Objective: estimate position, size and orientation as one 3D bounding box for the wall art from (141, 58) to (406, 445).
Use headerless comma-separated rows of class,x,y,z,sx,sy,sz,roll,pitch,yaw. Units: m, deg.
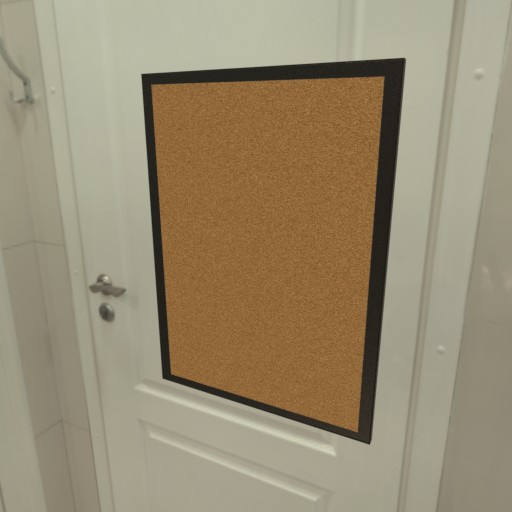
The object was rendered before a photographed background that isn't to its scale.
wall art,0.000,0.000,0.834,0.480,0.657,0.016,9,19,26
